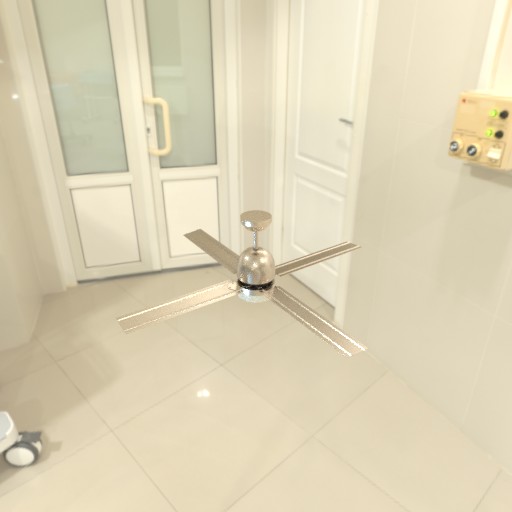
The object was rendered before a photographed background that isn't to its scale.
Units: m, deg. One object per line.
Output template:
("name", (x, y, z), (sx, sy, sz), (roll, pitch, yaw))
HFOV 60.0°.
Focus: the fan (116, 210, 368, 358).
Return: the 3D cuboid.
("fan", (0.000, 0.000, 2.094), (1.346, 0.406, 1.346), (-19, 33, -32))
